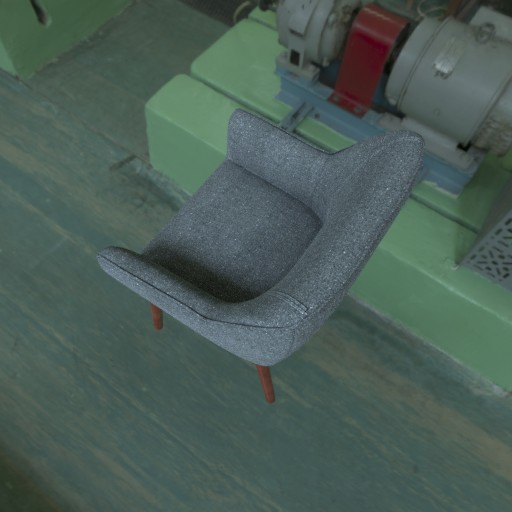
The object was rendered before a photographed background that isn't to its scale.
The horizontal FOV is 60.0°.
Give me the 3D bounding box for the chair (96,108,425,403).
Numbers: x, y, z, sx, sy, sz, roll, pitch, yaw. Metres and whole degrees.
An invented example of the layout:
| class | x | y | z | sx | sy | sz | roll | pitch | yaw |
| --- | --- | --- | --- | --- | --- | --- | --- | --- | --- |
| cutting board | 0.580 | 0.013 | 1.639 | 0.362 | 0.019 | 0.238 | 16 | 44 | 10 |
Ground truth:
| class | x | y | z | sx | sy | sz | roll | pitch | yaw |
| --- | --- | --- | --- | --- | --- | --- | --- | --- | --- |
| chair | 0.000 | 0.000 | 1.141 | 0.519 | 0.803 | 0.543 | 32 | 68 | 15 |
